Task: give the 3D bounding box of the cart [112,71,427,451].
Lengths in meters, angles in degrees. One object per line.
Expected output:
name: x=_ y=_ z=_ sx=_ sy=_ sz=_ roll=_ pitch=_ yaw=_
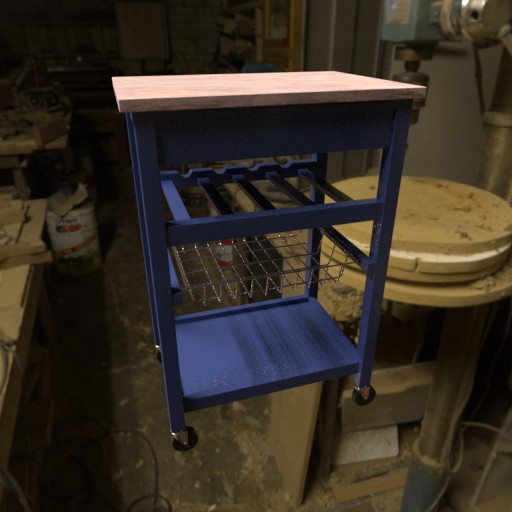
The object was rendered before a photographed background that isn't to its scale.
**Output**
cart: x=0.000 y=0.000 z=1.140 sx=0.584 sy=0.839 sz=0.403 roll=-8 pitch=28 yaw=-16
